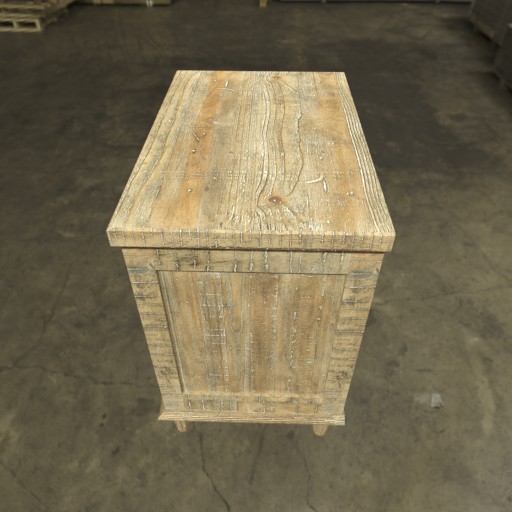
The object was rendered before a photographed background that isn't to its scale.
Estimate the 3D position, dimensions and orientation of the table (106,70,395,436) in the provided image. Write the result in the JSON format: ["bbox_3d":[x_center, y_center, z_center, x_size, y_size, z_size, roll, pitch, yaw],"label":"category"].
[{"bbox_3d":[0.000,0.000,1.168,0.457,0.711,0.686,1,42,1],"label":"table"}]
